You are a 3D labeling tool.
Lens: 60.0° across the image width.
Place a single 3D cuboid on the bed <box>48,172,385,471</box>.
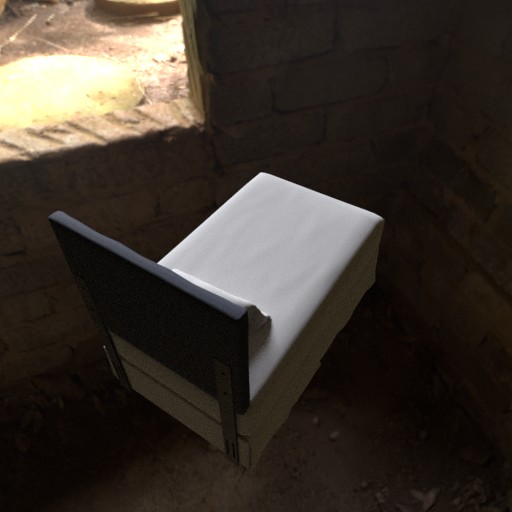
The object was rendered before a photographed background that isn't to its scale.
[{"bbox_3d":[0.000,0.000,3.044,1.261,1.571,1.997,25,50,23],"label":"bed"}]
